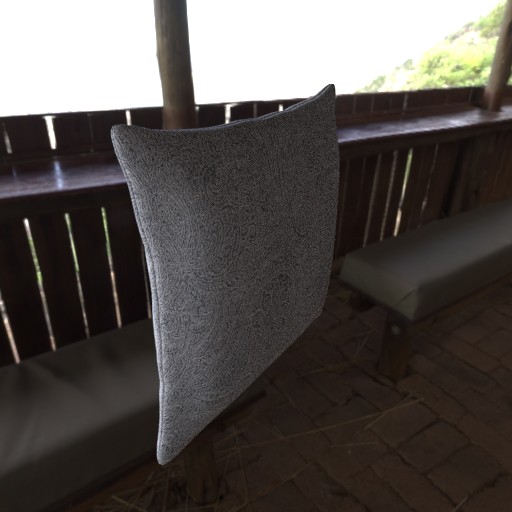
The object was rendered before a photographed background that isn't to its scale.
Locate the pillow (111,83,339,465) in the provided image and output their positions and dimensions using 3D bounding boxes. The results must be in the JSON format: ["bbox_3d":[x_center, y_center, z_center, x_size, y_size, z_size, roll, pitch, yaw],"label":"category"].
[{"bbox_3d":[0.000,0.000,0.756,0.166,0.510,0.523,18,32,31],"label":"pillow"}]
